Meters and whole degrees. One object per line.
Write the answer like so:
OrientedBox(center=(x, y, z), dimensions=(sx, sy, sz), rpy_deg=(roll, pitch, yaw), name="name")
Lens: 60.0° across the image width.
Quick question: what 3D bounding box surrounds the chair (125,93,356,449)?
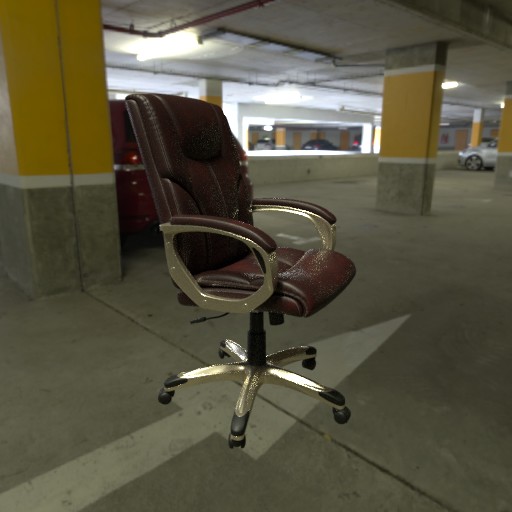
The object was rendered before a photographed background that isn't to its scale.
OrientedBox(center=(0.000, 0.000, 1.576), dimensions=(0.739, 1.107, 0.662), rpy_deg=(8, 16, 28), name="chair")
